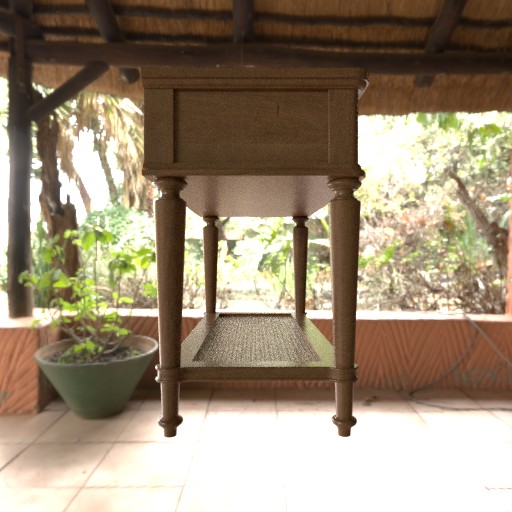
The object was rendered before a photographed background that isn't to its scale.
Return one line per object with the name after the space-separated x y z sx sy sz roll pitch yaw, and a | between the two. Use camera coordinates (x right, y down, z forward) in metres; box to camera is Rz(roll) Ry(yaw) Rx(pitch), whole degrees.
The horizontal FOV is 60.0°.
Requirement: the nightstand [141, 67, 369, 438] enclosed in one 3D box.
0.000 0.000 1.279 0.432 0.700 0.914 0 0 0 | nightstand
